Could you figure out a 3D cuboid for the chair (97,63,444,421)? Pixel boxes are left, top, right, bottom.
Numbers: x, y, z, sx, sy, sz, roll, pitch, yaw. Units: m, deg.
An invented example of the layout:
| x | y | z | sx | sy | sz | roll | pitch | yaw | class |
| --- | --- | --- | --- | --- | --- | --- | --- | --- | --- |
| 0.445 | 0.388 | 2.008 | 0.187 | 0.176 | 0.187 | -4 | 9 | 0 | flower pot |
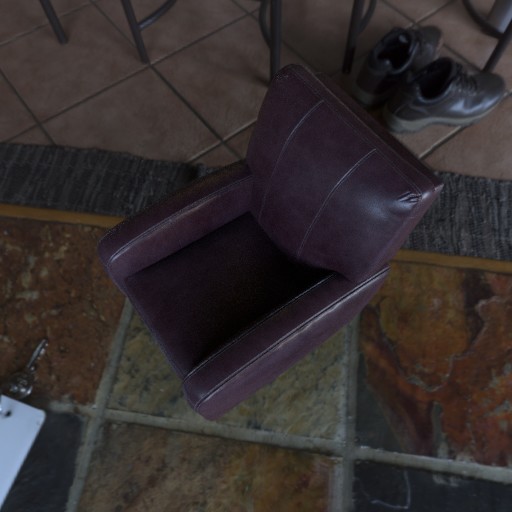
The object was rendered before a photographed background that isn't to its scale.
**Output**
| x | y | z | sx | sy | sz | roll | pitch | yaw | class |
| --- | --- | --- | --- | --- | --- | --- | --- | --- | --- |
| 0.000 | 0.000 | 1.679 | 0.990 | 0.990 | 0.762 | -33 | 69 | -15 | chair |
